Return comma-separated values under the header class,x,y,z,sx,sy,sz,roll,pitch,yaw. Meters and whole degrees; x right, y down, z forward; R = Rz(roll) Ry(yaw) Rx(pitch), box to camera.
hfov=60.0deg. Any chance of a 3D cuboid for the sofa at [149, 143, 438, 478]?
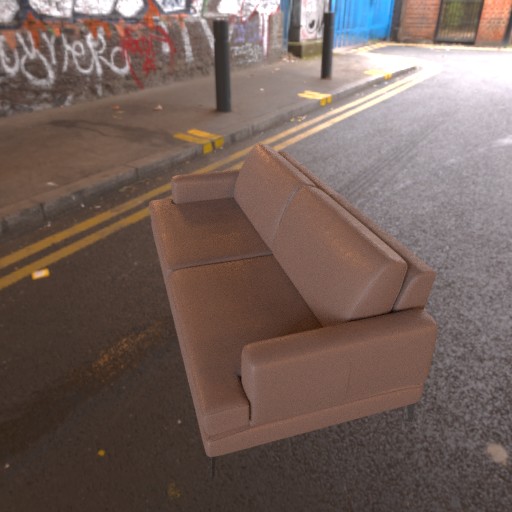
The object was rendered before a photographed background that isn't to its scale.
class,x,y,z,sx,sy,sz,roll,pitch,yaw
sofa,0.000,0.000,2.392,0.974,0.765,1.940,-9,31,-15
